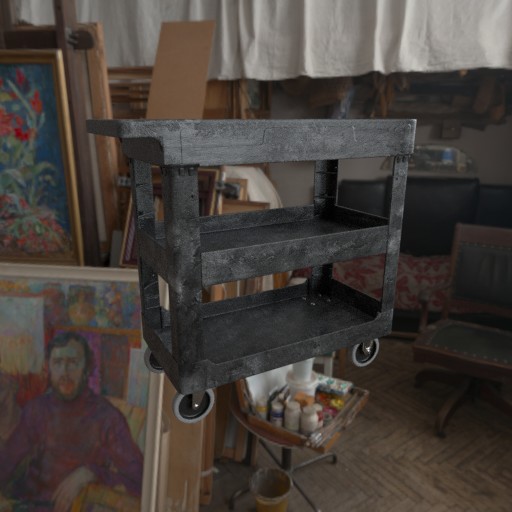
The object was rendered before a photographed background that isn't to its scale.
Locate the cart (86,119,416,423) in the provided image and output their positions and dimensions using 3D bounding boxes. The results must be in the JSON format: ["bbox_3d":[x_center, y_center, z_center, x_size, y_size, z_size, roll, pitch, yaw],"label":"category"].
[{"bbox_3d":[0.000,0.000,1.397,0.877,0.824,0.420,-9,19,-27],"label":"cart"}]
